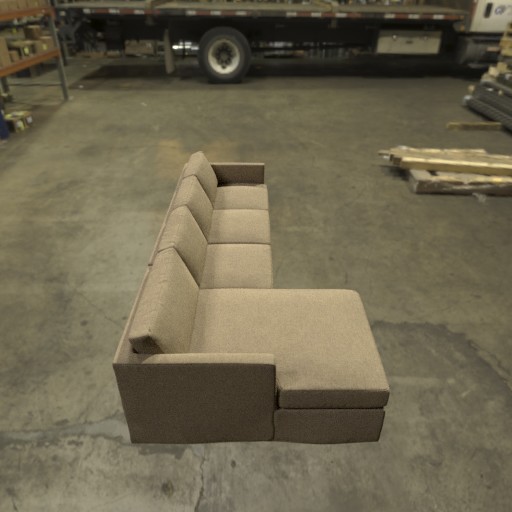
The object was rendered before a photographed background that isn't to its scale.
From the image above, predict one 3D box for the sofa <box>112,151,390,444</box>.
[{"bbox_3d":[0.000,0.000,3.944,1.638,0.920,3.198,0,32,0],"label":"sofa"}]
